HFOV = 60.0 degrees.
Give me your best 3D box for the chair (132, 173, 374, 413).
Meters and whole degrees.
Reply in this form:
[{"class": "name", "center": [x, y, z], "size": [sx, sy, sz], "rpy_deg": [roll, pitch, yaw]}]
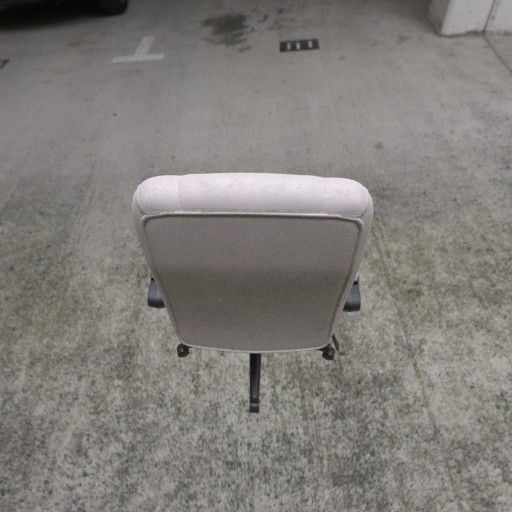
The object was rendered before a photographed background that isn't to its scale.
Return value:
[{"class": "chair", "center": [0.000, 0.000, 1.512], "size": [0.667, 1.105, 0.724], "rpy_deg": [1, 46, 1]}]
